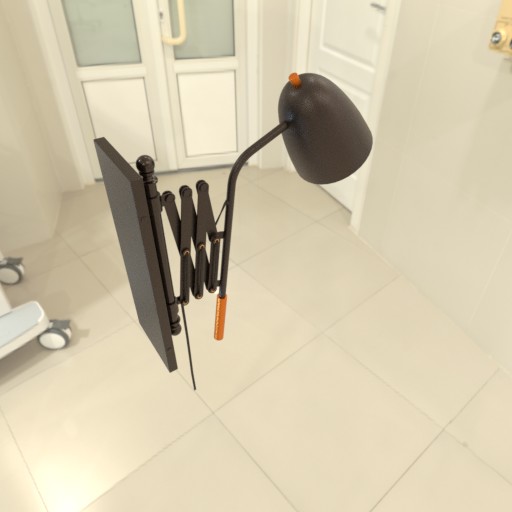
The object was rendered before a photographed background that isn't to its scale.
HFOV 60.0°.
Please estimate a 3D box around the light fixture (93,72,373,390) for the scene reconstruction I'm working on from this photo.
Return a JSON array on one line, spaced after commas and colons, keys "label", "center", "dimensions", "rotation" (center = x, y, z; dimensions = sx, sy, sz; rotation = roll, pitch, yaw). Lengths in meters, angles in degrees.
[{"label": "light fixture", "center": [0.000, 0.000, 0.927], "dimensions": [0.499, 0.715, 0.162], "rotation": [-23, 45, -25]}]
